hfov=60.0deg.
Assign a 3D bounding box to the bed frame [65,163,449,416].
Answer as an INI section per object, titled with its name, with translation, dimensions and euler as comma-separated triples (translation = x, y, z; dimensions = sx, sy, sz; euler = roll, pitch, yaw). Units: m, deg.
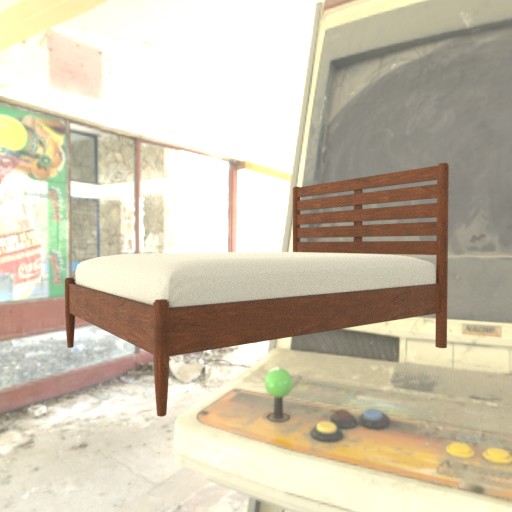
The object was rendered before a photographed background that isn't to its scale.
[bed frame]
translation = 0.000, 0.000, 3.187
dimensions = 2.234, 1.321, 1.655
euler = -1, 2, -36
